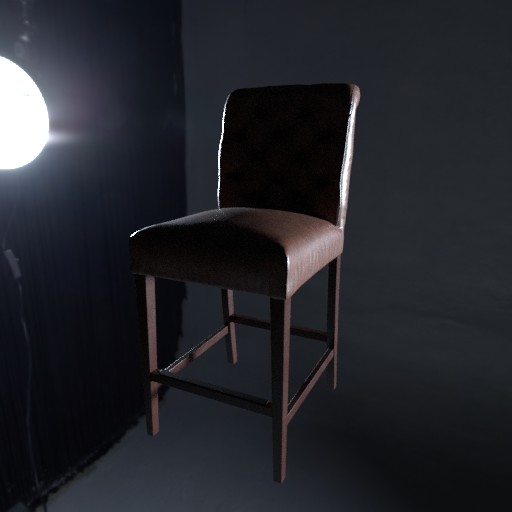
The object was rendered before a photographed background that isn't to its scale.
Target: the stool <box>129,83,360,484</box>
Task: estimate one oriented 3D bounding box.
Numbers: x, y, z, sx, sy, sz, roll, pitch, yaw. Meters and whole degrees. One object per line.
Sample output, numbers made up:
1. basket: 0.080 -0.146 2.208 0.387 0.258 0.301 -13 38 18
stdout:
1. stool: 0.000 0.000 1.435 0.486 1.084 0.660 8 18 25
